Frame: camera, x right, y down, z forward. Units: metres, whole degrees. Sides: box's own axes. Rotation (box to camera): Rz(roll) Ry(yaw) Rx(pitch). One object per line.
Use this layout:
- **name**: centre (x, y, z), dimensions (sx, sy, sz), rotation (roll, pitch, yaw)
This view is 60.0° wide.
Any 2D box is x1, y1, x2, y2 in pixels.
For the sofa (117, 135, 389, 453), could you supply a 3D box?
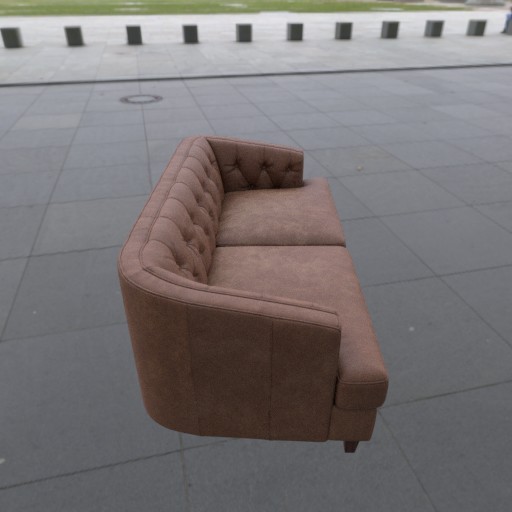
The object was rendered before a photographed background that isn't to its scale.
- **sofa**: centre (0.000, 0.000, 2.205), dimensions (0.914, 0.786, 1.755), rotation (1, 31, 1)
